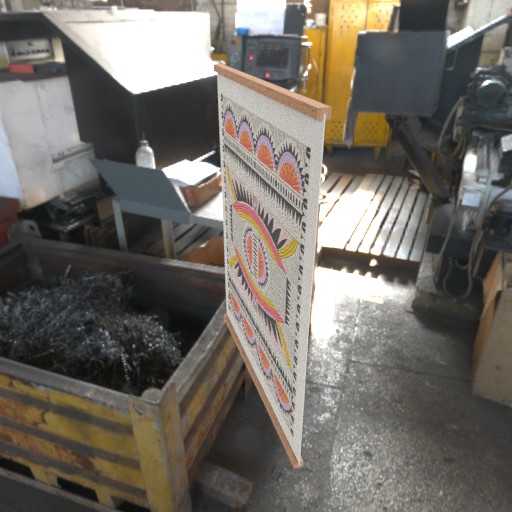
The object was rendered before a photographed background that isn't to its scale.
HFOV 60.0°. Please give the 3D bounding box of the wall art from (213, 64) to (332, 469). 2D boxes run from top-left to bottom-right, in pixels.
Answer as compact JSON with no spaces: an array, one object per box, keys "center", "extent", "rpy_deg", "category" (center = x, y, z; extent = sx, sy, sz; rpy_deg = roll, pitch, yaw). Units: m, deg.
[{"center":[0.000,0.000,1.362],"extent":[0.028,1.016,0.765],"rpy_deg":[-10,31,-17],"category":"wall art"}]
